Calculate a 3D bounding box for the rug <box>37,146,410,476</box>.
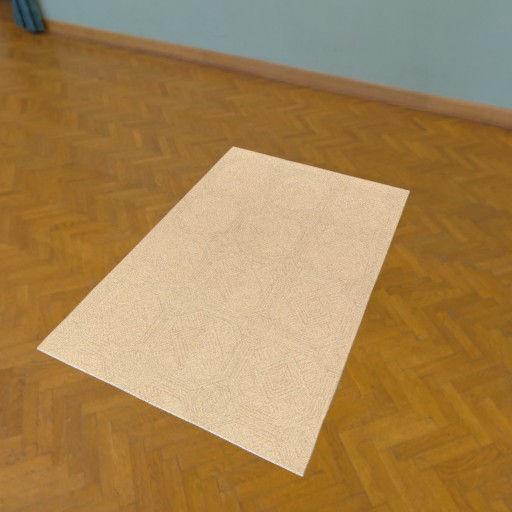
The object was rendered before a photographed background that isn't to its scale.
[{"bbox_3d":[0.000,0.000,2.315,1.236,0.009,1.839,18,47,18],"label":"rug"}]
